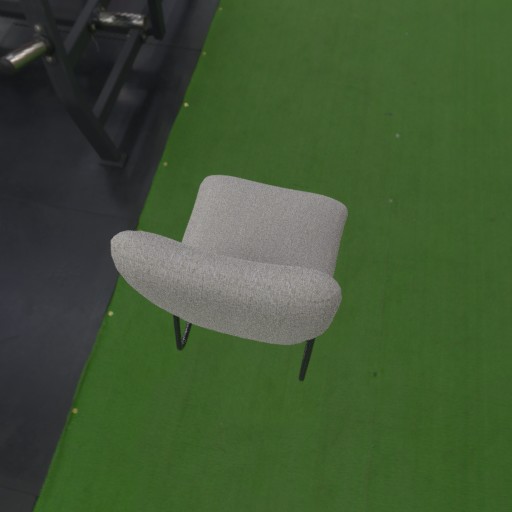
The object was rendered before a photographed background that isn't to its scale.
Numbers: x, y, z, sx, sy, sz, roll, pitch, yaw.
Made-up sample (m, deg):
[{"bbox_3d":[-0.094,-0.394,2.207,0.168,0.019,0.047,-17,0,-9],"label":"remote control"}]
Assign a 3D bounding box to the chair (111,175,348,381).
[{"bbox_3d":[0.000,0.000,1.197,0.448,0.864,0.560,13,65,6],"label":"chair"}]
